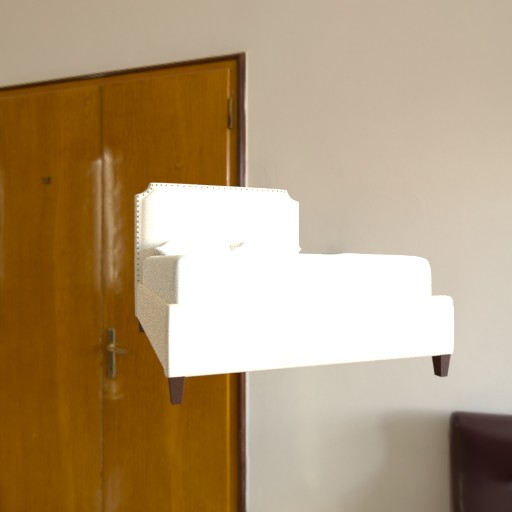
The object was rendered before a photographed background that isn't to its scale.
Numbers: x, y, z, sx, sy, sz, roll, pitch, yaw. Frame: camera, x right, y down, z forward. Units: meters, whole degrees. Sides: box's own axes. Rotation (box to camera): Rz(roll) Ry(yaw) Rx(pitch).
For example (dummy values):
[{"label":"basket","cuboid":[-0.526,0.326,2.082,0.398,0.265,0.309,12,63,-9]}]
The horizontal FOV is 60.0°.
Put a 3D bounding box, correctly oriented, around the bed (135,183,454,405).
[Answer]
[{"label":"bed","cuboid":[0.000,0.000,3.468,1.712,1.443,2.365,0,0,-19]}]
